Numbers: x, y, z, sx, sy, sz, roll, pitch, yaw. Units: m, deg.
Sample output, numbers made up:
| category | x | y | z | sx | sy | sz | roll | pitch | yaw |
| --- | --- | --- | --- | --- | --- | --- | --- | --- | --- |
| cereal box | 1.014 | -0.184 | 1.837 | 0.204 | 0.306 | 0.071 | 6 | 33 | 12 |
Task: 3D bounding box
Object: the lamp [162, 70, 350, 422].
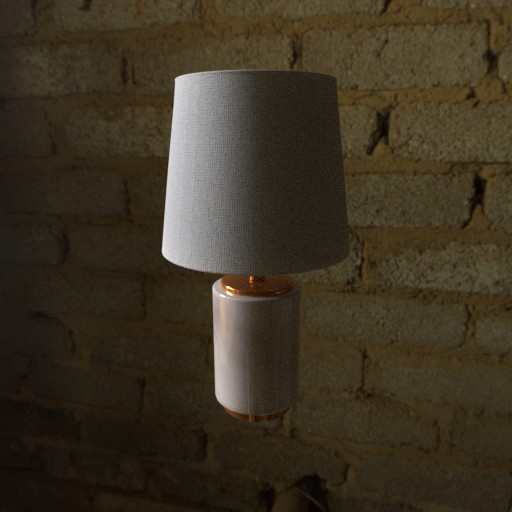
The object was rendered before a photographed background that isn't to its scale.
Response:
| category | x | y | z | sx | sy | sz | roll | pitch | yaw |
| --- | --- | --- | --- | --- | --- | --- | --- | --- | --- |
| lamp | 0.000 | 0.000 | 0.459 | 0.189 | 0.340 | 0.189 | 0 | 15 | 0 |
